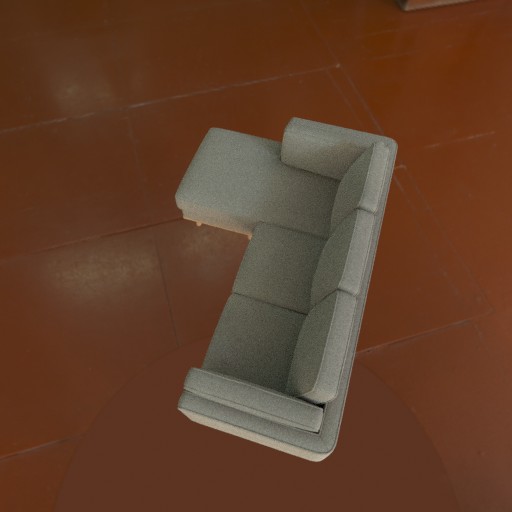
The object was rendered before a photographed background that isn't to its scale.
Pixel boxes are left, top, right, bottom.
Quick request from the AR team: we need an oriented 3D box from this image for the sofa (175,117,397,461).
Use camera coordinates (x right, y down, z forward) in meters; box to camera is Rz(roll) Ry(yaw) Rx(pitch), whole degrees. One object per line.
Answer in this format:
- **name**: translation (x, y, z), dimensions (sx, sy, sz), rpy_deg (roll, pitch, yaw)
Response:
- **sofa**: translation (0.000, 0.000, 3.226), dimensions (1.604, 0.929, 2.411), rpy_deg (15, 60, 9)
